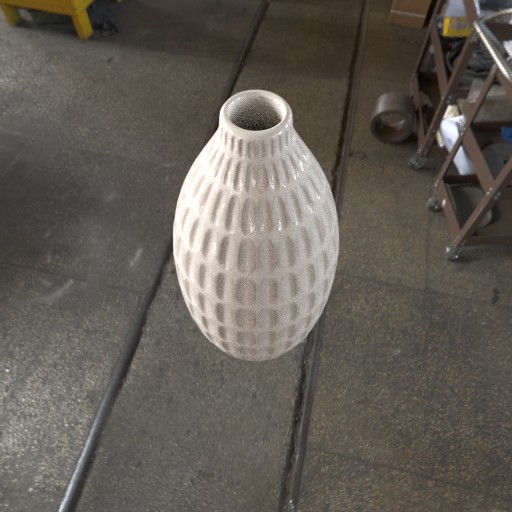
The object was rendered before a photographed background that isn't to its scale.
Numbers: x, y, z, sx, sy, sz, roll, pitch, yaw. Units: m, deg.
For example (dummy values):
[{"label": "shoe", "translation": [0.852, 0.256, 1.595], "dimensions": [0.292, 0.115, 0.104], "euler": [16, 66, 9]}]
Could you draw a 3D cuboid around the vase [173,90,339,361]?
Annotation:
[{"label": "vase", "translation": [0.000, 0.000, 0.351], "dimensions": [0.127, 0.282, 0.127], "euler": [0, 57, 0]}]
